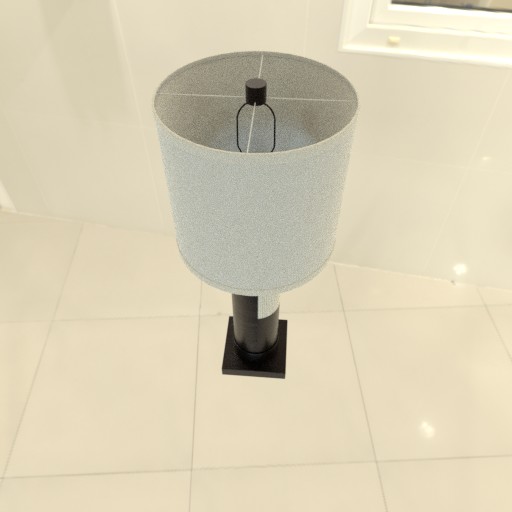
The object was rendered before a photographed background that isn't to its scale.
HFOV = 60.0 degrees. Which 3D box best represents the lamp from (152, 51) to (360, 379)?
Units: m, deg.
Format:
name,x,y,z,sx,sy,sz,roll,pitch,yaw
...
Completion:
name,x,y,z,sx,sy,sz,roll,pitch,yaw
lamp,0.000,0.000,0.628,0.211,0.509,0.211,3,48,3
